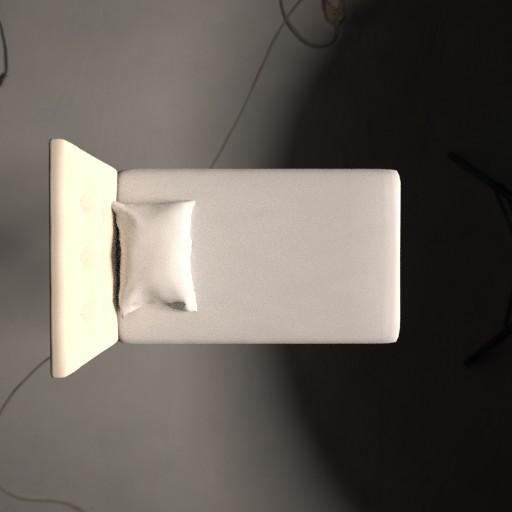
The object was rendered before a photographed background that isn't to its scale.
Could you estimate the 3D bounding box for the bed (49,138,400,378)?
[{"bbox_3d":[0.000,0.000,2.873,1.997,1.571,1.261,0,91,0],"label":"bed"}]
